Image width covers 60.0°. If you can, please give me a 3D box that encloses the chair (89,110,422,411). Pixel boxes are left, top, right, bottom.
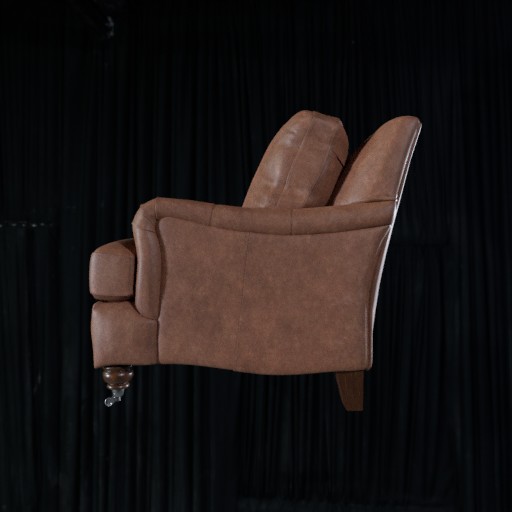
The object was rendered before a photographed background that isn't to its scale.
[{"bbox_3d":[0.000,0.000,1.942,1.158,1.055,0.986,0,-1,1],"label":"chair"}]
